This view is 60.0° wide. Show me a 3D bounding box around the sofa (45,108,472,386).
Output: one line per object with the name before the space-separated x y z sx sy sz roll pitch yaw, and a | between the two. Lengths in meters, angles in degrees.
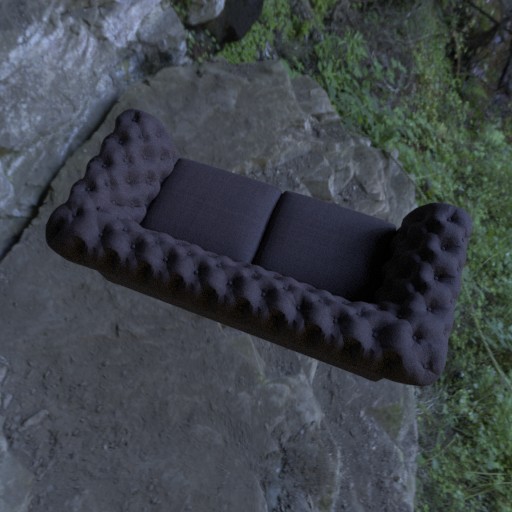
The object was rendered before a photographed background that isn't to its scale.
sofa | 0.000 0.000 2.494 2.048 0.780 0.944 19 65 9
